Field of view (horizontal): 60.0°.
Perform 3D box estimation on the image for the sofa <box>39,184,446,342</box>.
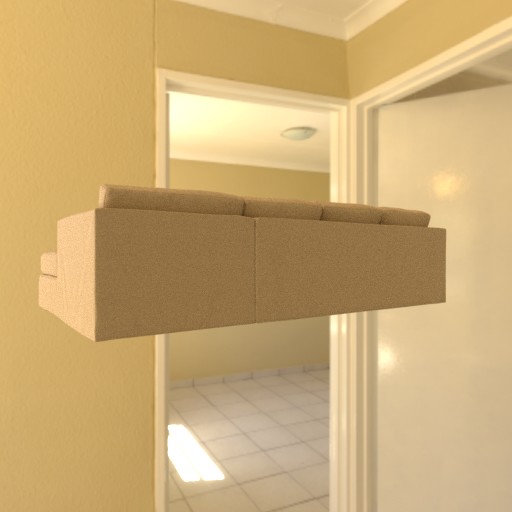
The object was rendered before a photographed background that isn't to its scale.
[{"bbox_3d":[0.000,0.000,3.834,3.177,0.867,1.622,0,0,-35],"label":"sofa"}]
